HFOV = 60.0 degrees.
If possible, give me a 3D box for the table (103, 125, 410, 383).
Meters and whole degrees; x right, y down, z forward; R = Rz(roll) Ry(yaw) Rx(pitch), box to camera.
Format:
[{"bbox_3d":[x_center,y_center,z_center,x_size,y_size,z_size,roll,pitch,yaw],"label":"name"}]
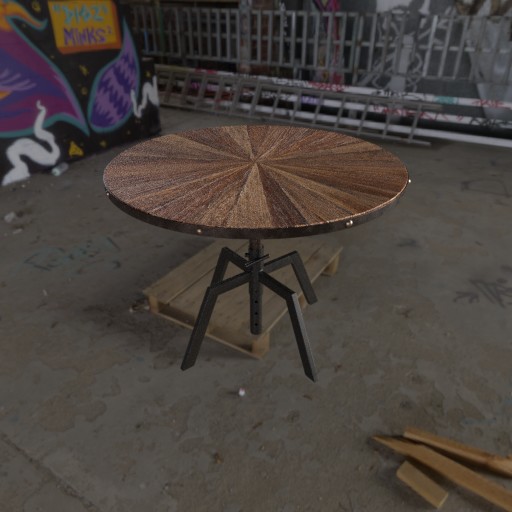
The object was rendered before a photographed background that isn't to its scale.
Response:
[{"bbox_3d":[0.000,0.000,1.503,0.885,0.658,0.885,0,30,0],"label":"table"}]
